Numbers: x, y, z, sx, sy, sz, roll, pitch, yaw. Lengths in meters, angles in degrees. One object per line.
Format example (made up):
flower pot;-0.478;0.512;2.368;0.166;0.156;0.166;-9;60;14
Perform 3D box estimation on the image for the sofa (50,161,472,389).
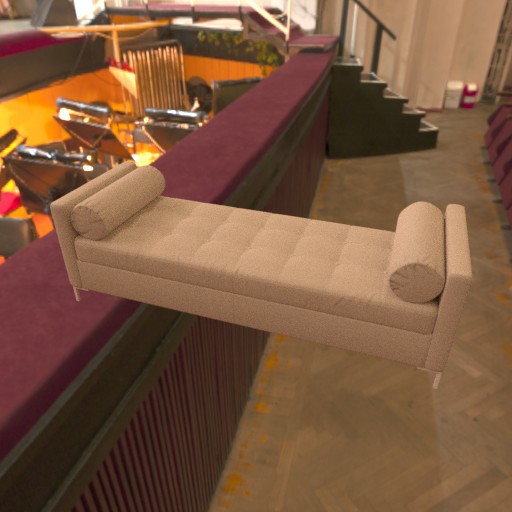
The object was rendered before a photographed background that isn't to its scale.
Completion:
sofa;0.000;0.000;2.380;1.981;0.635;0.686;10;33;16
